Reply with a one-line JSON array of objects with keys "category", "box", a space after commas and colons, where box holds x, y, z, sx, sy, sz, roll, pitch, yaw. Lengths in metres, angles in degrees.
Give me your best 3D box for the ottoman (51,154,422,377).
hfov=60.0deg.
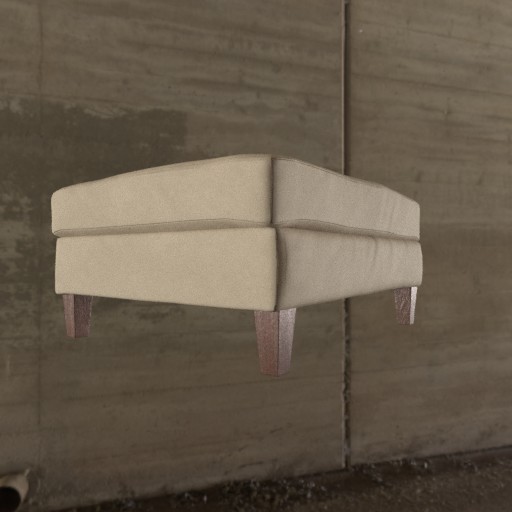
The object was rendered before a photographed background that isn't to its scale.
[{"category": "ottoman", "box": [0.000, 0.000, 1.481, 0.836, 0.492, 1.002, 0, 0, 36]}]
